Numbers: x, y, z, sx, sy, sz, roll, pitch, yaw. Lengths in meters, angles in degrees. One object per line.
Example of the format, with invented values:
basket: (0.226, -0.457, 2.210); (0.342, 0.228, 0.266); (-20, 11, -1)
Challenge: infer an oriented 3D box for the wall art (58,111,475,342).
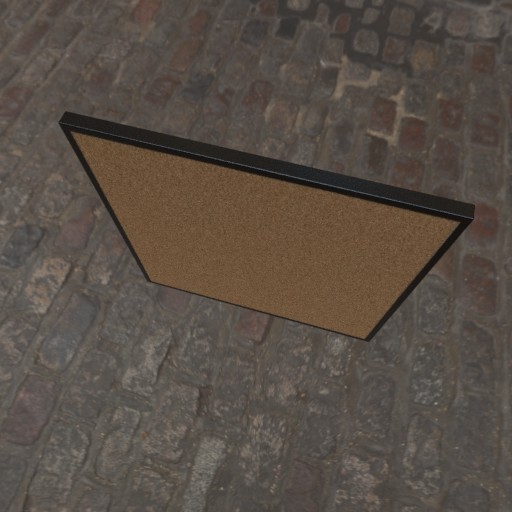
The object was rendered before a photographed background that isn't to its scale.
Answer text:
wall art: (0.000, 0.000, 0.518); (0.349, 0.349, 0.014); (14, 65, 7)
